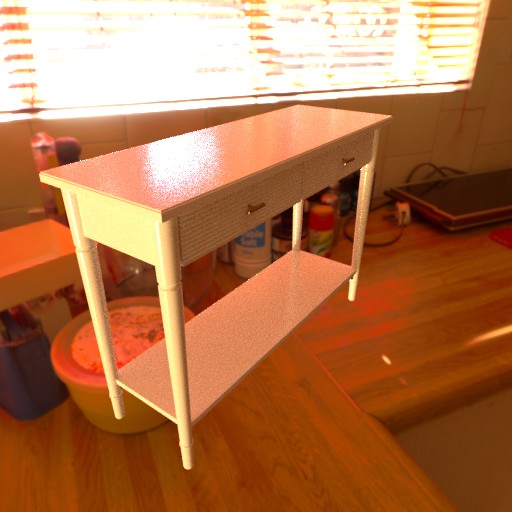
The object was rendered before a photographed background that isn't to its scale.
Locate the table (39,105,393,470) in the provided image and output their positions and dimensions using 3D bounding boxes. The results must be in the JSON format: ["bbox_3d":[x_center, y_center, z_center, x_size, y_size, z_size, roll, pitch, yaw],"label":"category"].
[{"bbox_3d":[0.000,0.000,1.412,0.381,0.749,1.067,19,33,32],"label":"table"}]
